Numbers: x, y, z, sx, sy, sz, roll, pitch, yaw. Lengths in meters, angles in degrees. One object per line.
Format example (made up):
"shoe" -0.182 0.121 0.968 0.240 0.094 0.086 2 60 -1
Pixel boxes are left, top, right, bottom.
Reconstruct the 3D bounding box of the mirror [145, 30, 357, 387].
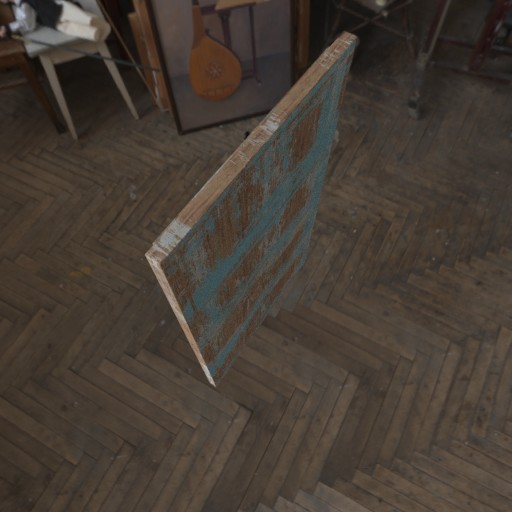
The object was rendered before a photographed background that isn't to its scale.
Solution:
"mirror" 0.000 0.000 1.451 0.083 1.213 0.707 32 68 14
